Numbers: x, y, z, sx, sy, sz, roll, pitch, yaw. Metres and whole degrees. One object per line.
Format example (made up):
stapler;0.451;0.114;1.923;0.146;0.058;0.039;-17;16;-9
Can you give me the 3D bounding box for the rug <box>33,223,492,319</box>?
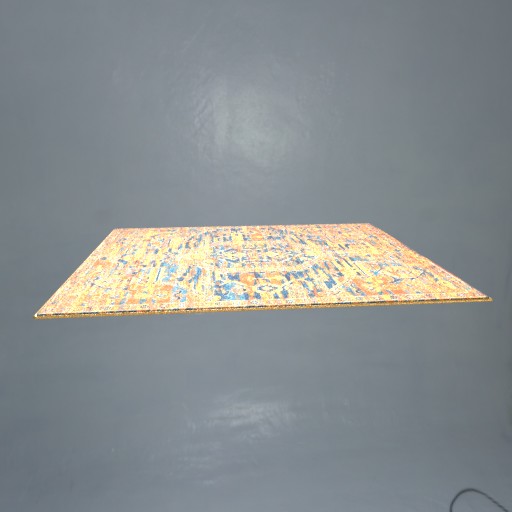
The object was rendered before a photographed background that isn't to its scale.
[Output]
rug;0.000;0.000;4.067;3.040;0.031;2.435;-2;17;-5
